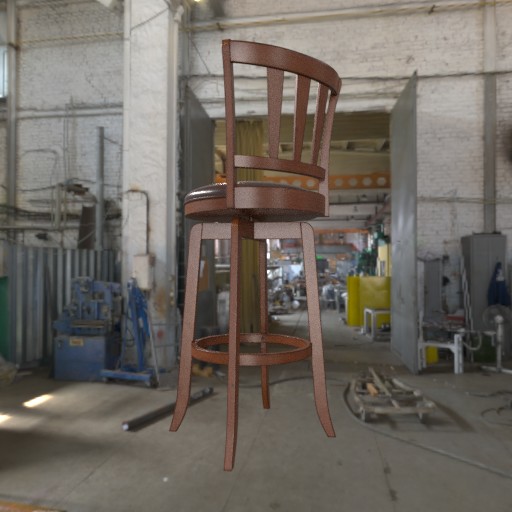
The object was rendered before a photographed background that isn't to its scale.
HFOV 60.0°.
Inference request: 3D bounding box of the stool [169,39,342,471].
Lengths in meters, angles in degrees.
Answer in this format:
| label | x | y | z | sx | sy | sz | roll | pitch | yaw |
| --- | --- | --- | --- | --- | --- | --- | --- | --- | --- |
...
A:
| label | x | y | z | sx | sy | sz | roll | pitch | yaw |
| --- | --- | --- | --- | --- | --- | --- | --- | --- | --- |
| stool | 0.000 | 0.000 | 1.461 | 0.464 | 1.177 | 0.503 | 1 | -1 | -36 |
